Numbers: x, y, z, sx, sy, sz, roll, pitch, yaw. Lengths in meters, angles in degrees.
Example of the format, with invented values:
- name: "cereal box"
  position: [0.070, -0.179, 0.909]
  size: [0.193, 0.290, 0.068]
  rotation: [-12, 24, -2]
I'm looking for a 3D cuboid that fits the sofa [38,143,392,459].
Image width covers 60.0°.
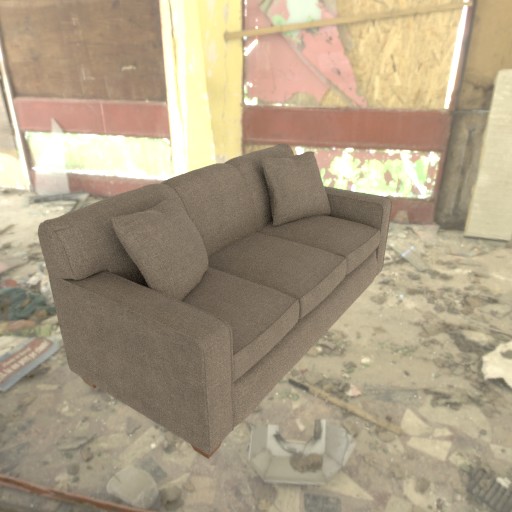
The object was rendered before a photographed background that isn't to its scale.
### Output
- name: "sofa"
  position: [0.000, 0.000, 2.621]
  size: [0.997, 0.958, 2.024]
  rotation: [16, 30, 31]
